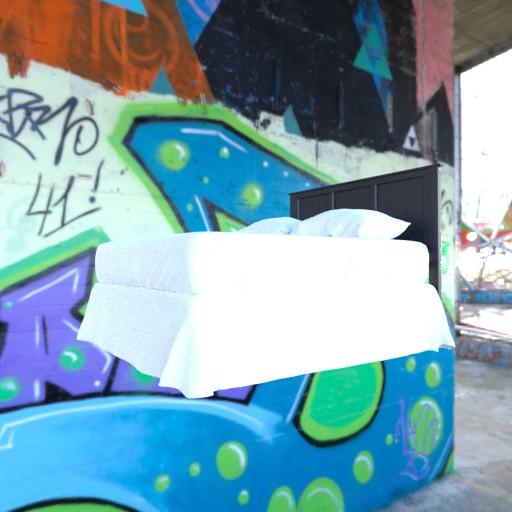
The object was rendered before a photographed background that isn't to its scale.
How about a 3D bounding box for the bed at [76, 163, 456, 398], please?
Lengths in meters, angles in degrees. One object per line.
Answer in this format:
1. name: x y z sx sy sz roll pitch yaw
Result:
1. bed: 0.000 0.000 3.150 2.050 1.270 1.870 1 -1 -35
